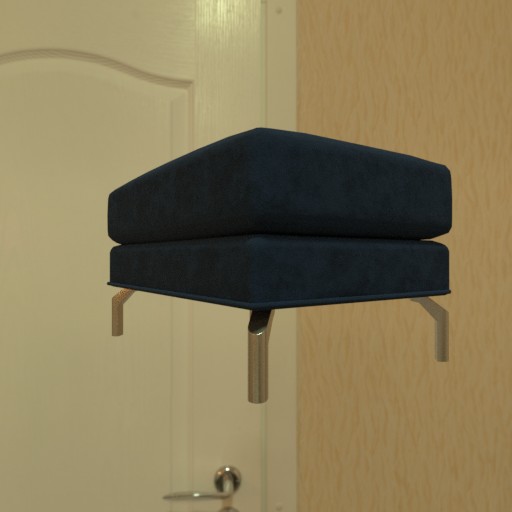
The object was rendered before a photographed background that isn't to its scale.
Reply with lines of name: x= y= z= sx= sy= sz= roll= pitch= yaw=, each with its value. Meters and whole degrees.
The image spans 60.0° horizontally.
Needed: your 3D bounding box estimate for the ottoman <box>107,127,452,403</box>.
ottoman: x=0.000 y=0.000 z=1.224 sx=0.587 sy=0.498 sz=0.835 roll=0 pitch=0 yaw=-35
